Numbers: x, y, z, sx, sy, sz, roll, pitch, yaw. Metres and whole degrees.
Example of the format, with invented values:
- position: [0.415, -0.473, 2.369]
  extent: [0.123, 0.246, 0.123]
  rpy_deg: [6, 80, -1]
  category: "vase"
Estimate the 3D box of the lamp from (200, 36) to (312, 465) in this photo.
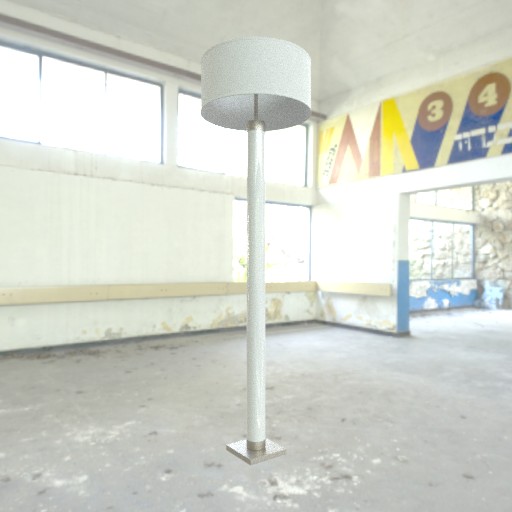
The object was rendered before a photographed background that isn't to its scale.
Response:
- position: [0.000, 0.000, 1.674]
  extent: [0.420, 1.475, 0.420]
  rpy_deg: [1, -2, -36]
  category: "lamp"
